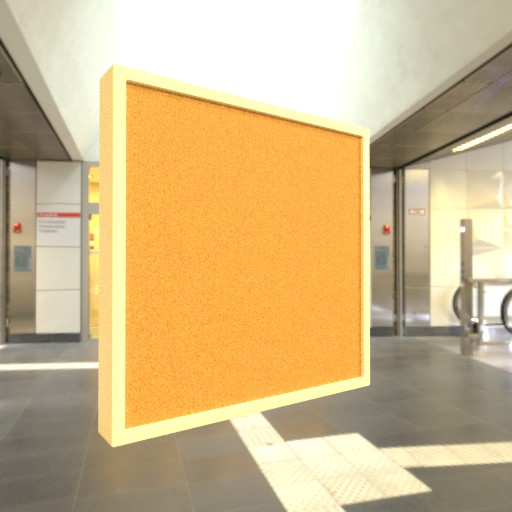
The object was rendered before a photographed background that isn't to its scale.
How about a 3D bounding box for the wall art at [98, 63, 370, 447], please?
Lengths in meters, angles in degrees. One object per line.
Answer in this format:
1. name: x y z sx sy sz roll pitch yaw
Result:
1. wall art: 0.000 0.000 0.453 0.305 0.305 0.038 0 -1 -35
